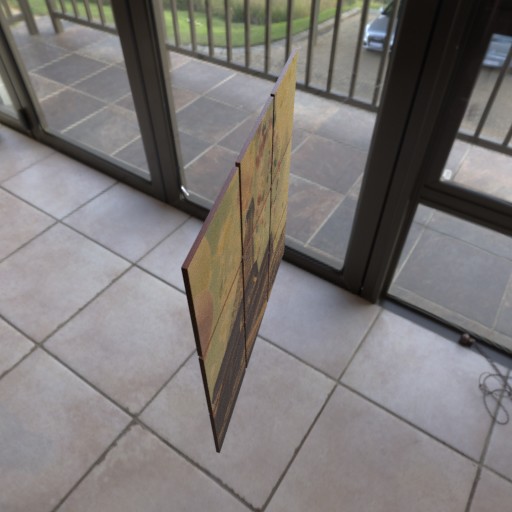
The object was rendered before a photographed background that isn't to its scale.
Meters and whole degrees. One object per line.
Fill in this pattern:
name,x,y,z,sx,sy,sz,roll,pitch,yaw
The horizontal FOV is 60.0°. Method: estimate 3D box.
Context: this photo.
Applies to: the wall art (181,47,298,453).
wall art,0.000,0.000,1.898,0.017,1.246,1.256,12,49,10
